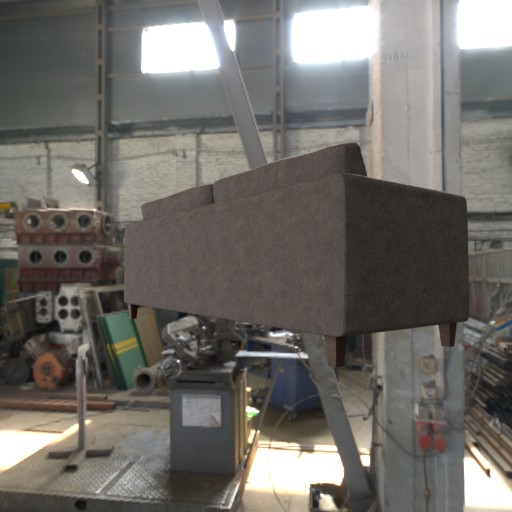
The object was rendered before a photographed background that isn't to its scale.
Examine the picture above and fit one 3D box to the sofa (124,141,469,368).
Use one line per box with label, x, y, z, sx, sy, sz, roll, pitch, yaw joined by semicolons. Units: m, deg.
sofa;0.000;0.000;2.931;0.951;0.965;2.434;1;-2;-36
